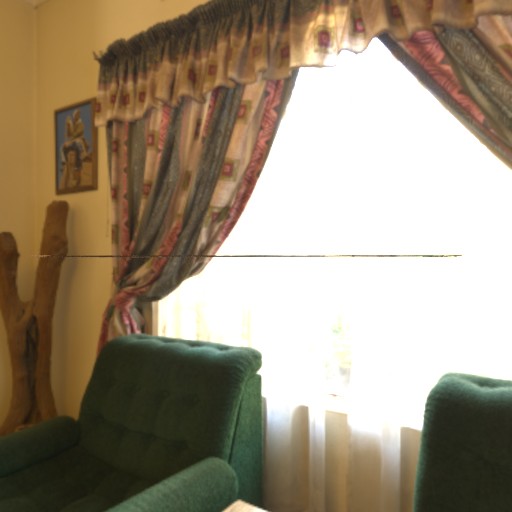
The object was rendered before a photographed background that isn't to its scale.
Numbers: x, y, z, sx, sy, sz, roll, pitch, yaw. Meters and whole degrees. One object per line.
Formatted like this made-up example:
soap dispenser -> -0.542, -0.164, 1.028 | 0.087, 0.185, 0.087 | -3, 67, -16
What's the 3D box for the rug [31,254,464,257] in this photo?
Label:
rug -> 0.000, 0.000, 1.907 | 1.541, 0.013, 0.920 | 0, 0, 18
